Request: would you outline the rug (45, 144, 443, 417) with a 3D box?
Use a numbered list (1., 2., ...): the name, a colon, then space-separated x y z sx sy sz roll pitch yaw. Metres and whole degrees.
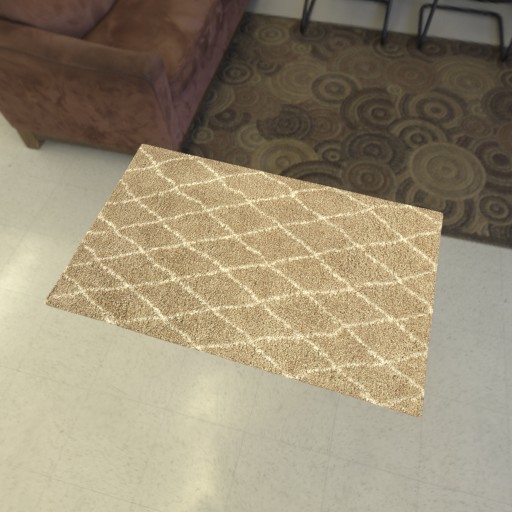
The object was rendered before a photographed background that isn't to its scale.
1. rug: 0.000 0.000 3.092 2.438 0.030 1.524 15 59 9
